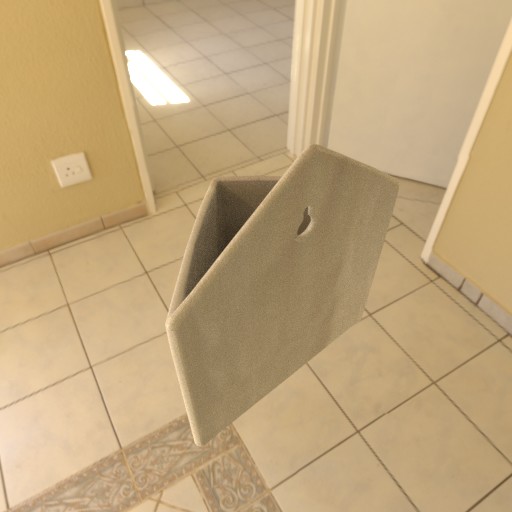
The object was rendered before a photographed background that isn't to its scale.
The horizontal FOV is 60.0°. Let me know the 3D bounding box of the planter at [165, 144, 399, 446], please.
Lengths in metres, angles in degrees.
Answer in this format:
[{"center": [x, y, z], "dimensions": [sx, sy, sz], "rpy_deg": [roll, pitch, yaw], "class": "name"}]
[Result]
[{"center": [0.000, 0.000, 0.276], "dimensions": [0.163, 0.194, 0.080], "rpy_deg": [-31, 54, -26], "class": "planter"}]
